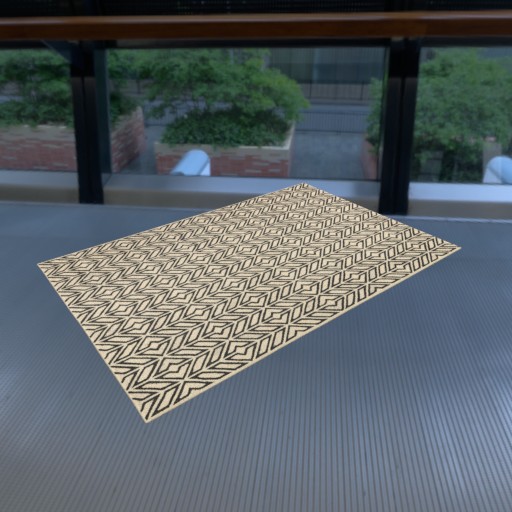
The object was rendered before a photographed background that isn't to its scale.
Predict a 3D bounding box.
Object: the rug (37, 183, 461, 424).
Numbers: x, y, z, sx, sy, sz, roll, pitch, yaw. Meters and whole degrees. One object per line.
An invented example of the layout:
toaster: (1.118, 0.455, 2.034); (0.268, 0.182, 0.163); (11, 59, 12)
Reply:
rug: (0.000, 0.000, 2.289); (1.828, 0.007, 1.220); (-22, 36, -32)
